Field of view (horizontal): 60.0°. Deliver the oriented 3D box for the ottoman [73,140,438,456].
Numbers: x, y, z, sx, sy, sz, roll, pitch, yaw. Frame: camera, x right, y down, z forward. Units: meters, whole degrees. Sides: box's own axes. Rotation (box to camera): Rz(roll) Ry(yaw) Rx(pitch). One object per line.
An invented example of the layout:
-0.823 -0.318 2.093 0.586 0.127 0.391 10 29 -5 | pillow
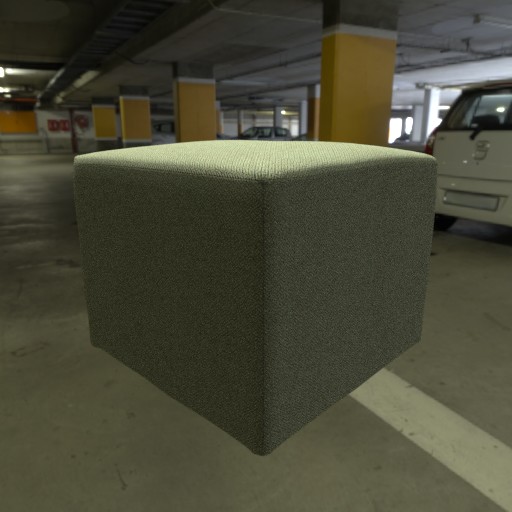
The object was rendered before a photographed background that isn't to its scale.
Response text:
0.000 0.000 0.900 0.521 0.453 0.512 15 21 42 | ottoman
